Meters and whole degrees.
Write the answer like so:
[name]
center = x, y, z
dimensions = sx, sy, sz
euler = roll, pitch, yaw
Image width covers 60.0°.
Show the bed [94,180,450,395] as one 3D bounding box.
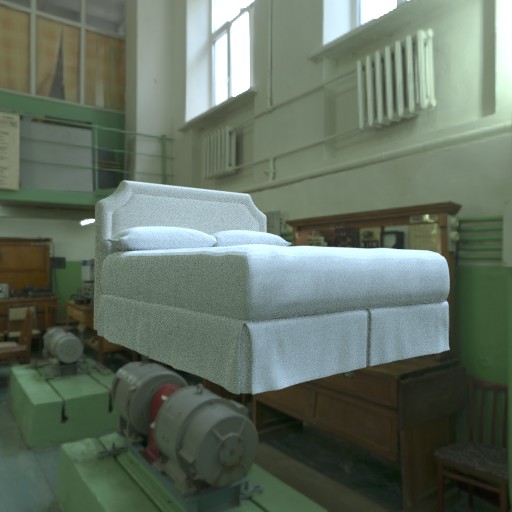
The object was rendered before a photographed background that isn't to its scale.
[bed]
center = 0.000, 0.000, 3.935
dimensions = 2.134, 1.524, 2.548
euler = 0, -1, -37
